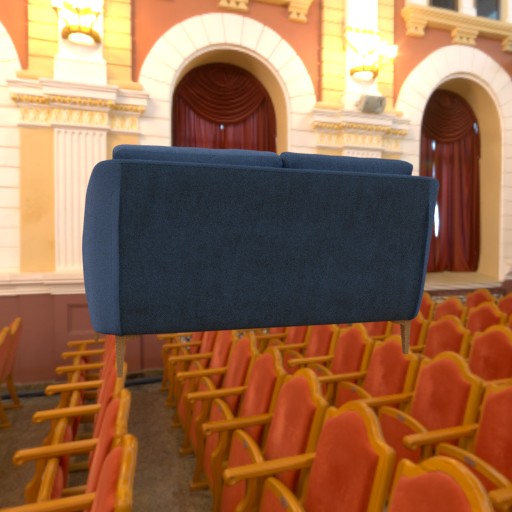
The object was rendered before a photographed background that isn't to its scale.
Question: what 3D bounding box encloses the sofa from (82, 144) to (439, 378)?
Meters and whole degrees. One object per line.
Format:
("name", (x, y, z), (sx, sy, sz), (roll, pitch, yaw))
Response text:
("sofa", (0.000, 0.000, 2.148), (1.619, 0.902, 0.960), (0, 1, -17))
